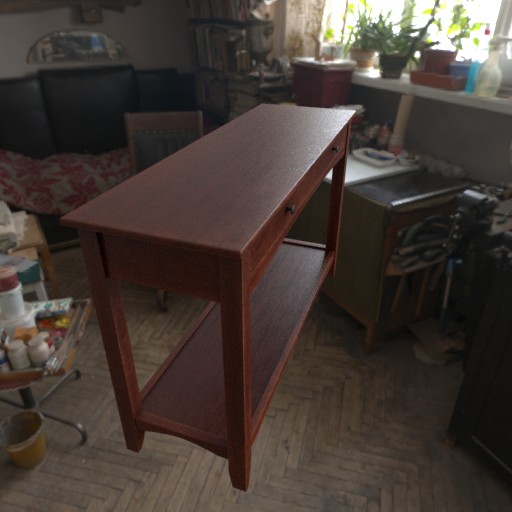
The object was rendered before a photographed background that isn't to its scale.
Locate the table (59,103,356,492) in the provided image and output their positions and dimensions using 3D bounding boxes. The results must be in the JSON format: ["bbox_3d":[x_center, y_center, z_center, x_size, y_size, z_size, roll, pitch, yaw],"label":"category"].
[{"bbox_3d":[0.000,0.000,1.484,0.392,0.739,1.188,11,32,18],"label":"table"}]
